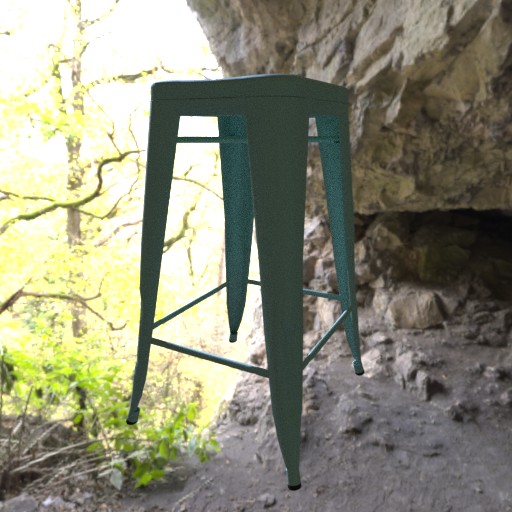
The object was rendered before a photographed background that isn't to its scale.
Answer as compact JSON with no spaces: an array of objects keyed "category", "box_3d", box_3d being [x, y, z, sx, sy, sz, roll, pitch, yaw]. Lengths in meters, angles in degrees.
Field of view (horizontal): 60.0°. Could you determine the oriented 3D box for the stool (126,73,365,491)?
[{"category":"stool","box_3d":[0.000,0.000,0.840,0.359,0.609,0.399,8,18,26]}]
